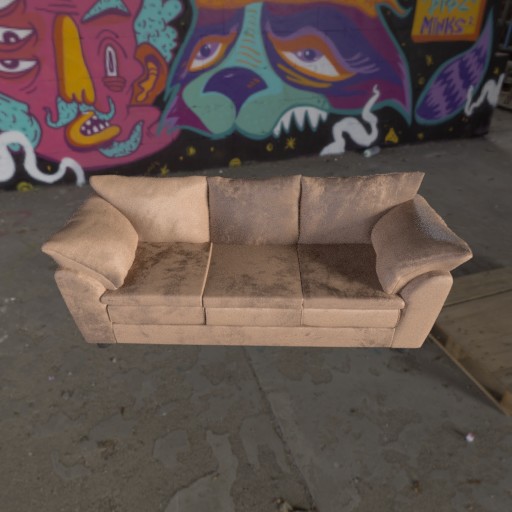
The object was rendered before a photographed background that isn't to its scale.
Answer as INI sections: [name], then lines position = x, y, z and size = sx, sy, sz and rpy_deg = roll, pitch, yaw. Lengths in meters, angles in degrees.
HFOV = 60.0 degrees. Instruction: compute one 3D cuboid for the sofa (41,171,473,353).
[sofa]
position = 0.000, 0.000, 2.901
size = 2.377, 0.981, 0.893
rpy_deg = 1, 31, 1
